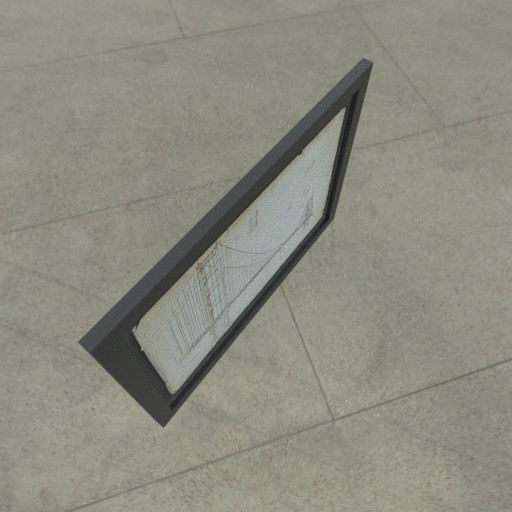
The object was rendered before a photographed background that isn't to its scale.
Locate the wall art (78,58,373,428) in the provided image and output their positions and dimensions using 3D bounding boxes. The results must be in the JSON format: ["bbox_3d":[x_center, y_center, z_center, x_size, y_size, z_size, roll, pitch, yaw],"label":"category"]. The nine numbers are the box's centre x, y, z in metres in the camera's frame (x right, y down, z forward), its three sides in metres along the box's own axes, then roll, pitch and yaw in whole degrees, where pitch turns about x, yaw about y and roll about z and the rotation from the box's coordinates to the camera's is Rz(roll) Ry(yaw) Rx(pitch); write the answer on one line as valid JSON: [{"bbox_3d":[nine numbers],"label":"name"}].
[{"bbox_3d":[0.000,0.000,0.555,0.016,0.306,0.432,33,64,18],"label":"wall art"}]
